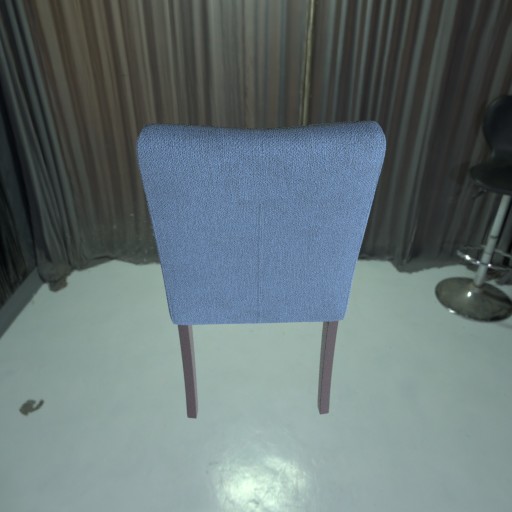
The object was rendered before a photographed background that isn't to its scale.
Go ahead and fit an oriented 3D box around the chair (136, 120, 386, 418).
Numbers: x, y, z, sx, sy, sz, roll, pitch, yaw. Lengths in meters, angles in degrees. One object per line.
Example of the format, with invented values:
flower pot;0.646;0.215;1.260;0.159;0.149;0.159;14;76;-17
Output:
chair;0.000;0.000;1.240;0.487;0.882;0.629;-1;32;-2
